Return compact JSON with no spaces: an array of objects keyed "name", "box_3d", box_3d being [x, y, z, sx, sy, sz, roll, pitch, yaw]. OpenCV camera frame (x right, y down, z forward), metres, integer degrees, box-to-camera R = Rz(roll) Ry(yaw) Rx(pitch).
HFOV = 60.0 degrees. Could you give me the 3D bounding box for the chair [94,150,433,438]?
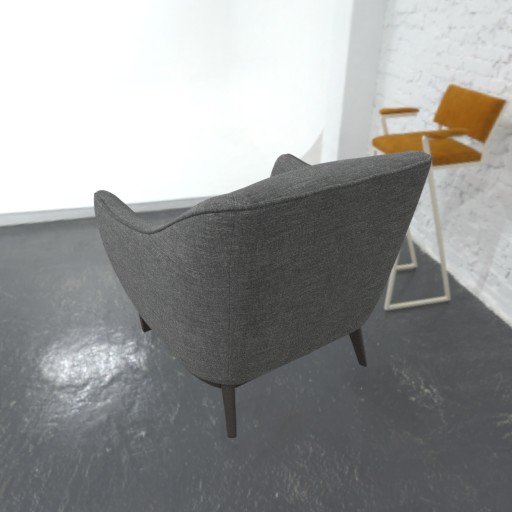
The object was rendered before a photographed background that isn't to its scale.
[{"name":"chair","box_3d":[0.000,0.000,1.552,0.870,0.829,0.851,-18,34,-29]}]
